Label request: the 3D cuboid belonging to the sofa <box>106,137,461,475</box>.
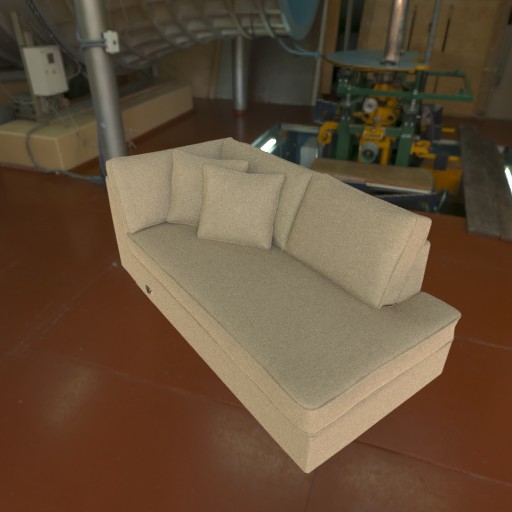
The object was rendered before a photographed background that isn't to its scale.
[{"bbox_3d":[0.000,0.000,2.810,1.110,1.033,2.237,-21,38,-30],"label":"sofa"}]
